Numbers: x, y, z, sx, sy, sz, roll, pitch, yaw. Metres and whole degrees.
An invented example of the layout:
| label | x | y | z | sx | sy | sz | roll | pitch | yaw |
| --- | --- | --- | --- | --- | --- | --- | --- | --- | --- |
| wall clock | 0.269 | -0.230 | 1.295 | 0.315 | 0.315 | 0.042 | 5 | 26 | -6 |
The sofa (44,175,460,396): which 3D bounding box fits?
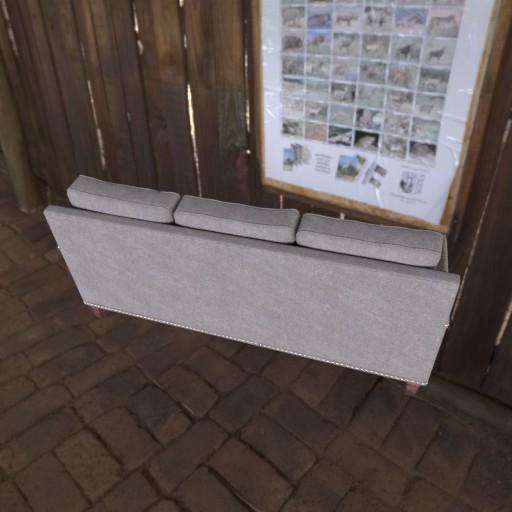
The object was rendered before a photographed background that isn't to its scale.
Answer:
| label | x | y | z | sx | sy | sz | roll | pitch | yaw |
| --- | --- | --- | --- | --- | --- | --- | --- | --- | --- |
| sofa | 0.000 | 0.000 | 2.804 | 2.226 | 1.042 | 1.034 | 10 | 33 | 16 |
